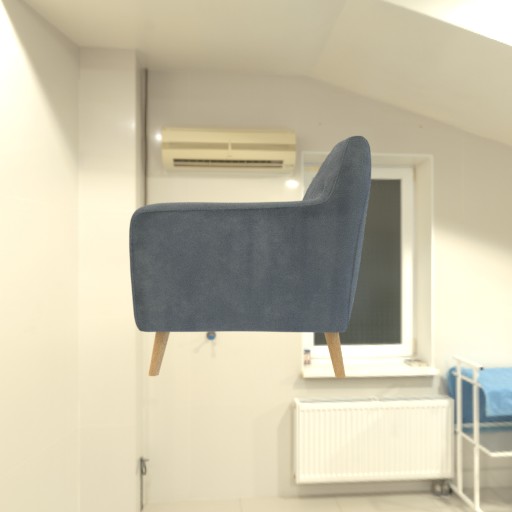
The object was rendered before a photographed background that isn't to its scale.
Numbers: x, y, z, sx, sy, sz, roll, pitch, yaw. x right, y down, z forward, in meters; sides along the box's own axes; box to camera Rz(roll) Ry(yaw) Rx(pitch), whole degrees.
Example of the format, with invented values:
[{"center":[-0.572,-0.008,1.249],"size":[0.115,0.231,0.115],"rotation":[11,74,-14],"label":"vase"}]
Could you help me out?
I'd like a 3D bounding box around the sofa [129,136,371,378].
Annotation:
[{"center":[0.000,0.000,2.401],"size":[0.841,0.832,1.975],"rotation":[0,0,2],"label":"sofa"}]
